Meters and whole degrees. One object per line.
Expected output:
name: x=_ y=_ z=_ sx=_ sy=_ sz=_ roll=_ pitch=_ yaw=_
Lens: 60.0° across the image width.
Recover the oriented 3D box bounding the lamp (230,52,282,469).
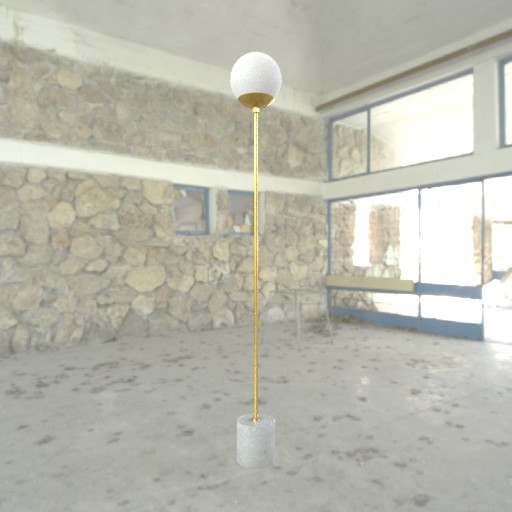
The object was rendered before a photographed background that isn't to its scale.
lamp: x=0.000 y=0.000 z=1.915 sx=0.224 sy=1.753 sz=0.224 roll=1 pitch=-1 yaw=-35
